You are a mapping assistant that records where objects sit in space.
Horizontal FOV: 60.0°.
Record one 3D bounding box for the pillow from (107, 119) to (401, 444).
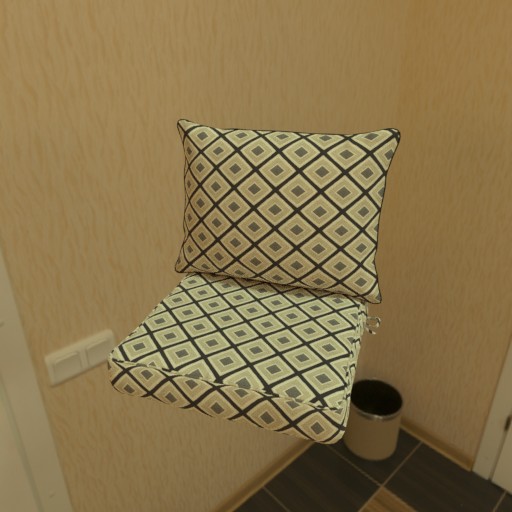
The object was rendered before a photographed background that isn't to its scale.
[{"bbox_3d":[0.000,0.000,1.382,0.798,0.722,0.733,8,27,16],"label":"pillow"}]
